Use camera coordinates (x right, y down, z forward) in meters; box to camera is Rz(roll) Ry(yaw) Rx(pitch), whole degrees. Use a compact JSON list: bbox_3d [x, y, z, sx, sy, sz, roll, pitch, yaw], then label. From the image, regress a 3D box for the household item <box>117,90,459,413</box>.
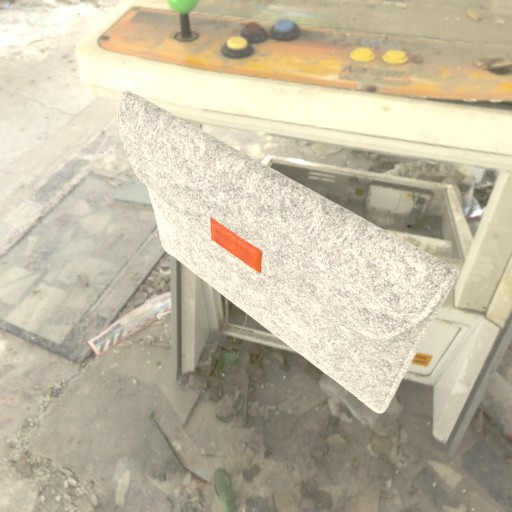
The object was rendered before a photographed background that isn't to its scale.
[{"bbox_3d":[0.000,0.000,0.428,0.335,0.221,0.057,34,56,27],"label":"household item"}]
